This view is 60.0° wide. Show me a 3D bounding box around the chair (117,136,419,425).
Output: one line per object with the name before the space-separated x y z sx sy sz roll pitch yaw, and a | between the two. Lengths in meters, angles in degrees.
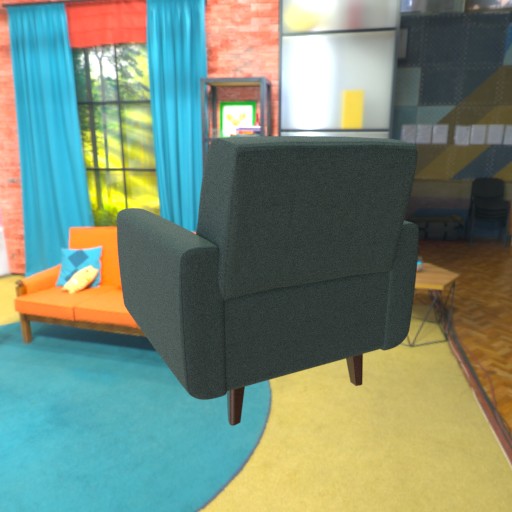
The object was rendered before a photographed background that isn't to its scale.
chair | 0.000 0.000 1.618 0.831 0.841 0.909 -7 16 -27
